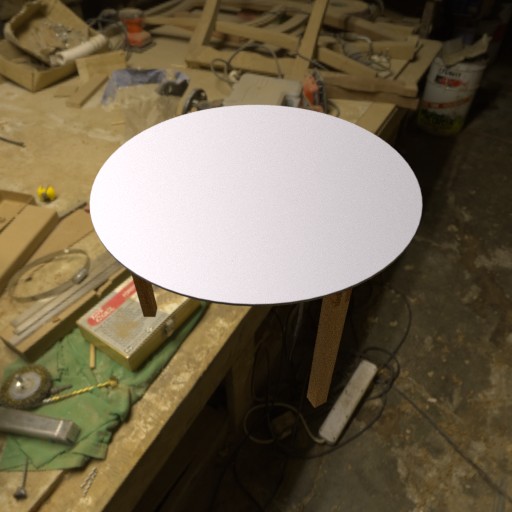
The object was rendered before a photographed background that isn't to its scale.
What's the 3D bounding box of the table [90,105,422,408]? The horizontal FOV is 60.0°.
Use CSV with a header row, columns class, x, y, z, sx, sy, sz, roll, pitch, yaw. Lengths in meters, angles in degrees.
class,x,y,z,sx,sy,sz,roll,pitch,yaw
table,0.000,0.000,0.969,0.600,0.405,0.600,0,45,0
